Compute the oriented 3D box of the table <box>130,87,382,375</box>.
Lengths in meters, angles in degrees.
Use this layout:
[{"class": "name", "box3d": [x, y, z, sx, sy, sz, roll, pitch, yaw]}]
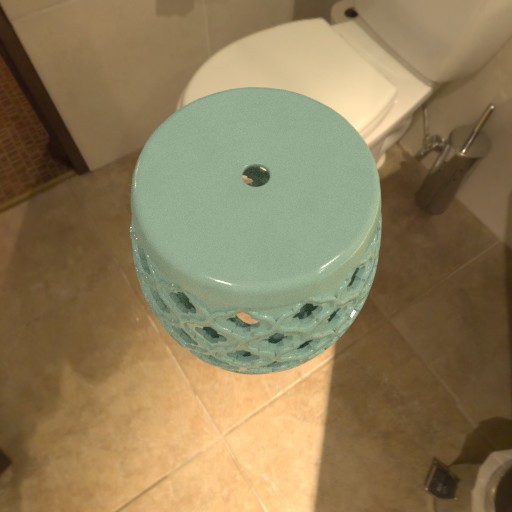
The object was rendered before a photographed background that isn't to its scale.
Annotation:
[{"class": "table", "box3d": [0.000, 0.000, 0.636, 0.325, 0.388, 0.325, 0, 64, 0]}]
